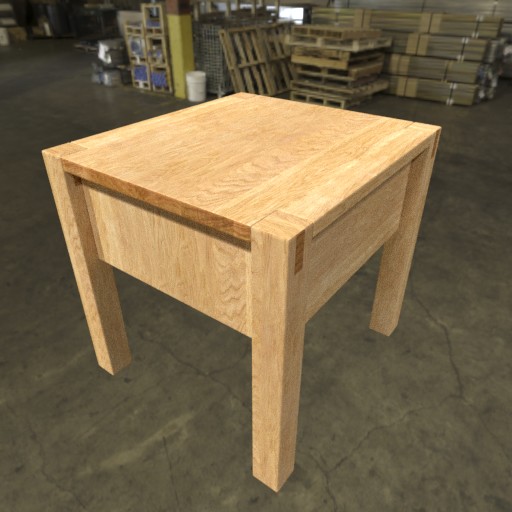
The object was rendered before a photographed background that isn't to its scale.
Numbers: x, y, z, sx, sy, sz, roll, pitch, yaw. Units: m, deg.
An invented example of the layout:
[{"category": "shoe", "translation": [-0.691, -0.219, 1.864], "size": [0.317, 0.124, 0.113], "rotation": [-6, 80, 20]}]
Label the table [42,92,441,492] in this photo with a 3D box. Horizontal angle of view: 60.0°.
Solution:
[{"category": "table", "translation": [0.000, 0.000, 0.830], "size": [0.440, 0.450, 0.480], "rotation": [22, 39, 30]}]
